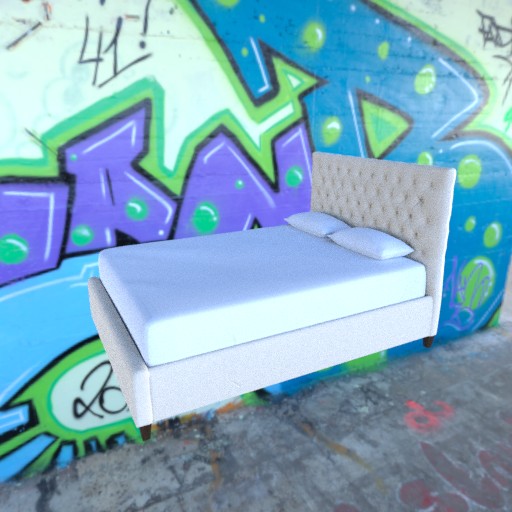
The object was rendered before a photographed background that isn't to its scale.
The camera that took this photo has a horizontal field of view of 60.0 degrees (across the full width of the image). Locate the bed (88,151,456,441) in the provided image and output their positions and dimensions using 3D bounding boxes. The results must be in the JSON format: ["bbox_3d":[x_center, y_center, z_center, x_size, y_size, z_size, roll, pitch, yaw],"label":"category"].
[{"bbox_3d":[0.000,0.000,3.523,2.387,1.427,1.698,-9,20,-26],"label":"bed"}]
